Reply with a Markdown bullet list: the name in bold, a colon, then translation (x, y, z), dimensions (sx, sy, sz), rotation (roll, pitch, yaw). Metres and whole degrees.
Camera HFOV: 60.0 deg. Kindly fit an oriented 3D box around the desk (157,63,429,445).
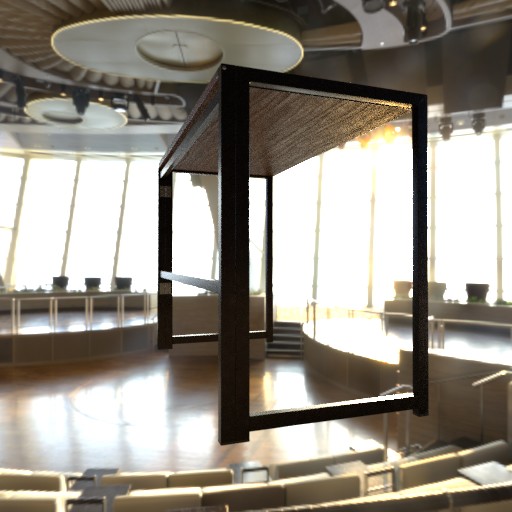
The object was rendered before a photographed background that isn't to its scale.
- **desk**: translation (0.000, 0.000, 1.443), dimensions (0.508, 0.762, 1.016), rotation (0, -1, -20)
